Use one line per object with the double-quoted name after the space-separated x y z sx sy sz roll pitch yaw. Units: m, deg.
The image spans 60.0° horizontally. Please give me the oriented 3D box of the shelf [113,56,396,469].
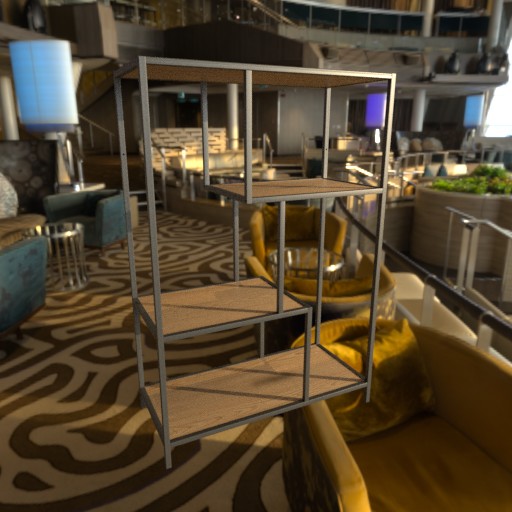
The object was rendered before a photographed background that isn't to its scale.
0.000 0.000 1.482 0.770 1.138 0.350 -8 18 -25 "shelf"
